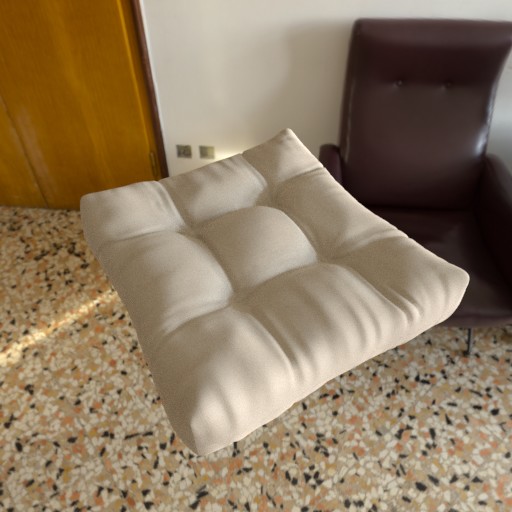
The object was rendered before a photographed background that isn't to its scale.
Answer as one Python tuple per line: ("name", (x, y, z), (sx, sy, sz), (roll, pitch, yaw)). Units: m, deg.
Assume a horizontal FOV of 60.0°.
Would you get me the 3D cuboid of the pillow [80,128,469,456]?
("pillow", (0.000, 0.000, 0.736), (0.468, 0.128, 0.490), (-23, 50, -21))
